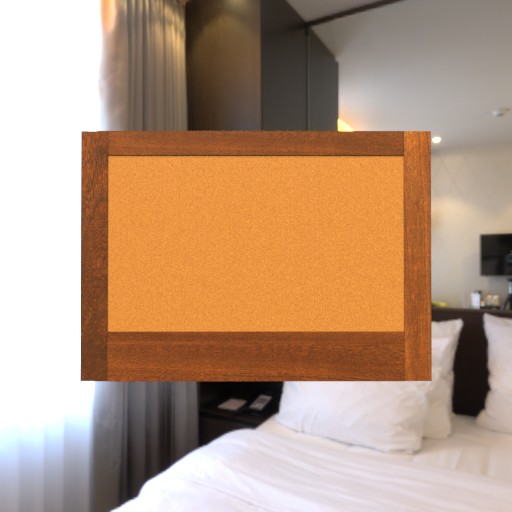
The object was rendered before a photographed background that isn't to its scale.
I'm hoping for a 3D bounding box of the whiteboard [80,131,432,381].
[{"bbox_3d":[0.000,0.000,1.030,0.783,0.559,0.083,0,-1,0],"label":"whiteboard"}]
